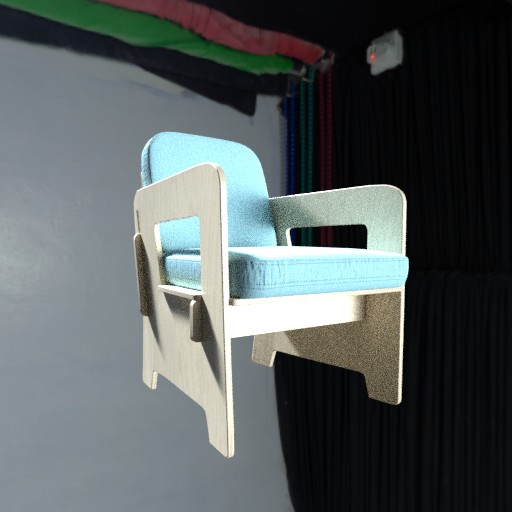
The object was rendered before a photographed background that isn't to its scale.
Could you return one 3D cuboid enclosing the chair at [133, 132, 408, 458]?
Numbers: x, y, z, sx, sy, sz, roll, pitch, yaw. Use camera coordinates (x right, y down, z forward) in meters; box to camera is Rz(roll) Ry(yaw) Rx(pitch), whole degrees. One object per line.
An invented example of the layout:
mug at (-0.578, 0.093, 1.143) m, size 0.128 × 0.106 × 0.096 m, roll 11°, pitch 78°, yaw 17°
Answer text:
chair at (0.000, 0.000, 1.270) m, size 0.590 × 0.800 × 0.710 m, roll -1°, pitch 1°, yaw -35°
